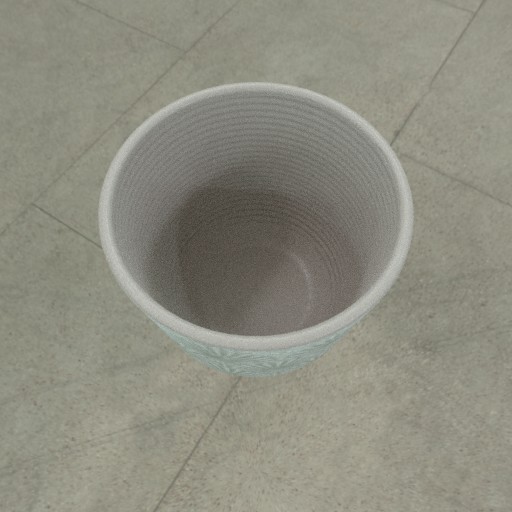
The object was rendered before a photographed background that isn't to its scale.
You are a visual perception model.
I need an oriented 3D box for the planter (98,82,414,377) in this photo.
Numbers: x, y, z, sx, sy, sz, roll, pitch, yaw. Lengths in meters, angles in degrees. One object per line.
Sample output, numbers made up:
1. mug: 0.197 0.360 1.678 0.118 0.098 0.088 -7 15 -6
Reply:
1. planter: 0.000 0.000 0.307 0.170 0.152 0.170 0 64 0
